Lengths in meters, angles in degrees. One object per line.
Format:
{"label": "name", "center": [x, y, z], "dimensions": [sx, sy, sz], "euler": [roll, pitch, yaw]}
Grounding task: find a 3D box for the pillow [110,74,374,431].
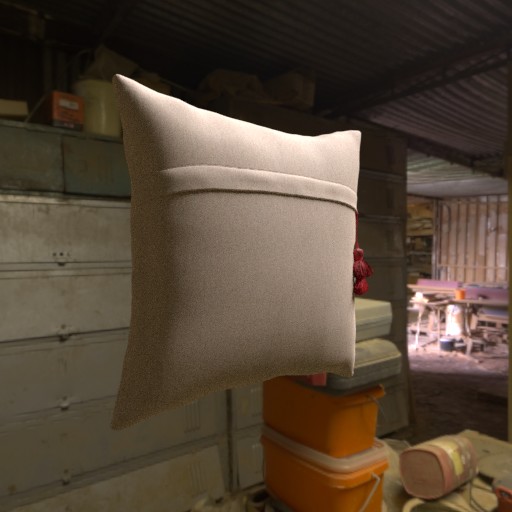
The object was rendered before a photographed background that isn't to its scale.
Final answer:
{"label": "pillow", "center": [0.000, 0.000, 0.664], "dimensions": [0.433, 0.436, 0.173], "euler": [0, 1, -36]}
